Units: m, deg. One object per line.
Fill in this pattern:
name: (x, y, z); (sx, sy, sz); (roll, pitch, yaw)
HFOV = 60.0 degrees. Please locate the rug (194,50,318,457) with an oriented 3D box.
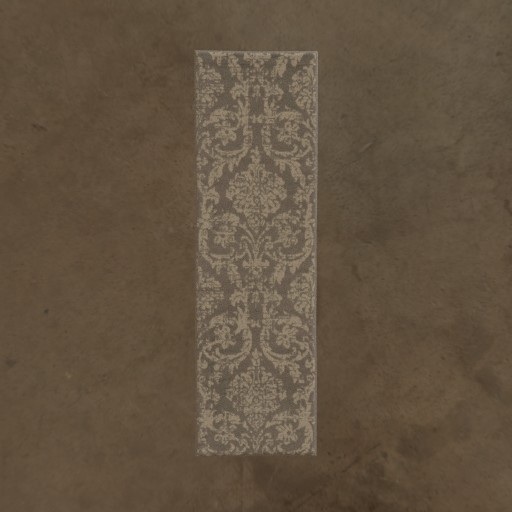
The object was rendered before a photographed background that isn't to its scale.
rug: (0.000, 0.000, 2.398); (0.662, 0.011, 2.196); (0, 91, -1)
